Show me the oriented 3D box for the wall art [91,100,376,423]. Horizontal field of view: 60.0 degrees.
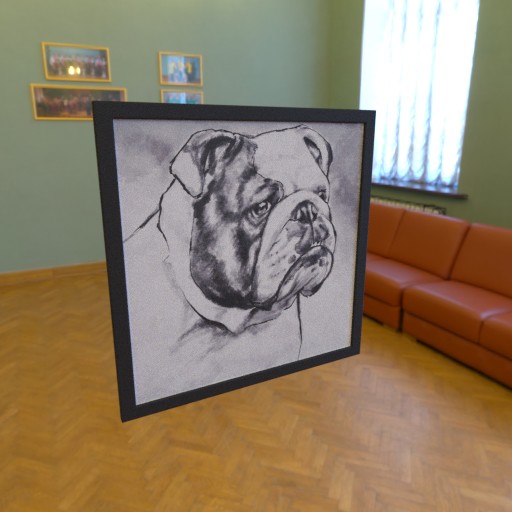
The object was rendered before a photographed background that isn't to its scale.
[{"bbox_3d":[0.000,0.000,0.870,0.562,0.558,0.012,-8,17,-27],"label":"wall art"}]
